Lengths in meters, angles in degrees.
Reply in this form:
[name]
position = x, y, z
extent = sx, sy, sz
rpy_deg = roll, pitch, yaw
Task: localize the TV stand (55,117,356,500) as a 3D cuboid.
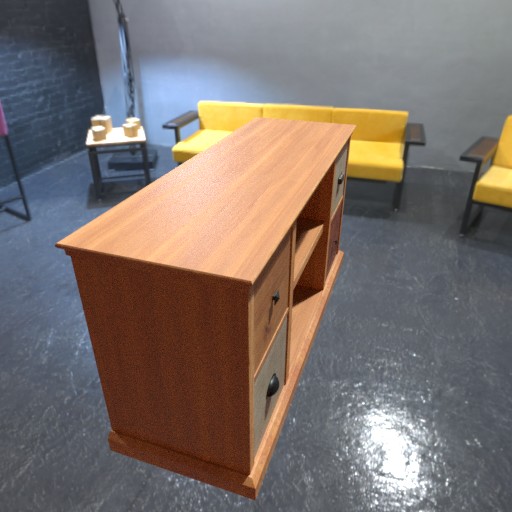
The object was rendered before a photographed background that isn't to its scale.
[TV stand]
position = 0.000, 0.000, 1.434
extent = 0.417, 0.607, 1.181
rpy_deg = 10, 31, 17
